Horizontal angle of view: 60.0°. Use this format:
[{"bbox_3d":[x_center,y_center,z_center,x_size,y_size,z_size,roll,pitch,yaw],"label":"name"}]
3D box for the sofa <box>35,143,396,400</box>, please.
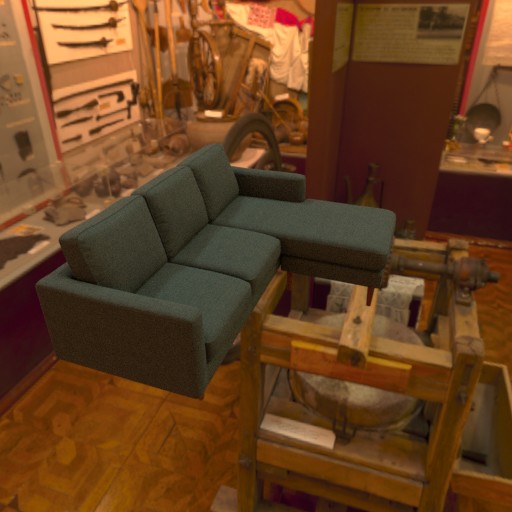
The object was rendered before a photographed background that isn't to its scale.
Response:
[{"bbox_3d":[0.000,0.000,2.957,1.667,0.957,2.055,10,32,17],"label":"sofa"}]
